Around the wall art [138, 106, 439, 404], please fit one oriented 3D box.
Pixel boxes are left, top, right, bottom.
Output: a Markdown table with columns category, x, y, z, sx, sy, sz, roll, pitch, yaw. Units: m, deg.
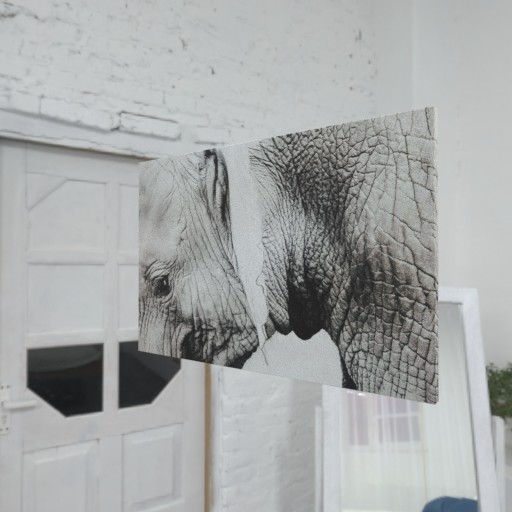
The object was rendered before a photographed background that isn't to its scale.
| category | x | y | z | sx | sy | sz | roll | pitch | yaw |
| --- | --- | --- | --- | --- | --- | --- | --- | --- | --- |
| wall art | 0.000 | 0.000 | 1.470 | 1.141 | 0.758 | 0.035 | 0 | -1 | 36 |
